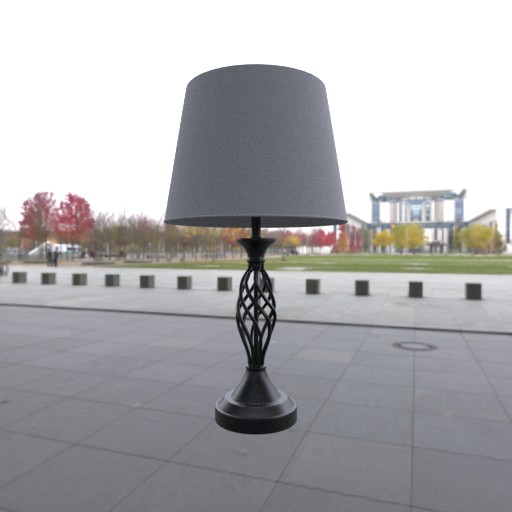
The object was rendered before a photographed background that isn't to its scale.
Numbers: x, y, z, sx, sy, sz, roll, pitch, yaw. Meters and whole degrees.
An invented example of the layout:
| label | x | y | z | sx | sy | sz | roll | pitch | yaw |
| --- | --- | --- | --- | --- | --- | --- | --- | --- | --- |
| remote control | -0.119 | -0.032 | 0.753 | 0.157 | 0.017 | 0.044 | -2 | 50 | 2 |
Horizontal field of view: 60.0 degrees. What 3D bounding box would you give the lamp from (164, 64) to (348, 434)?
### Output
| label | x | y | z | sx | sy | sz | roll | pitch | yaw |
| --- | --- | --- | --- | --- | --- | --- | --- | --- | --- |
| lamp | 0.000 | 0.000 | 0.810 | 0.331 | 0.594 | 0.331 | 0 | 1 | 0 |
